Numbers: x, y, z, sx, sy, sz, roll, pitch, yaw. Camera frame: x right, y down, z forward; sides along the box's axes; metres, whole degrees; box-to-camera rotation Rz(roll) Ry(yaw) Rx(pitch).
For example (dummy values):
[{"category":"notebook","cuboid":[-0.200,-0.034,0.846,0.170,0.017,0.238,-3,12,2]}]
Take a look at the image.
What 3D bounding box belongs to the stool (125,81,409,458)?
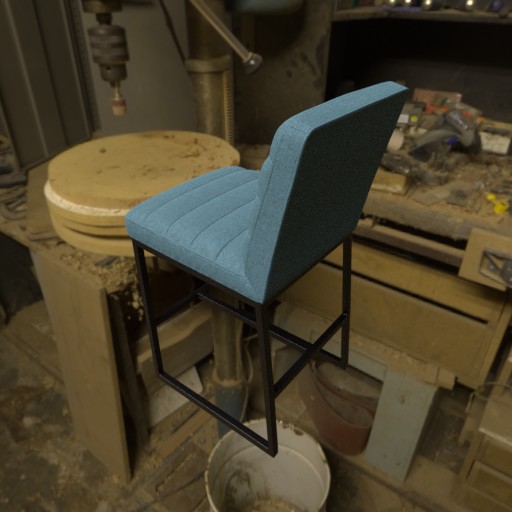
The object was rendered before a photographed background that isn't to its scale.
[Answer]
[{"category":"stool","cuboid":[0.000,0.000,1.256,0.560,0.940,0.460,22,38,31]}]
